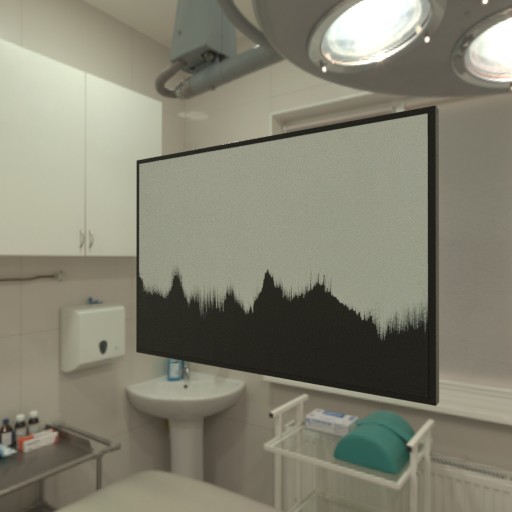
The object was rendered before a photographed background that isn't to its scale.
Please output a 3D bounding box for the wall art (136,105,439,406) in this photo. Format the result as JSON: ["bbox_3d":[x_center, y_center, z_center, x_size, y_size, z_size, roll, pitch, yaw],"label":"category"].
[{"bbox_3d":[0.000,0.000,0.851,0.659,0.446,0.022,0,0,34],"label":"wall art"}]
